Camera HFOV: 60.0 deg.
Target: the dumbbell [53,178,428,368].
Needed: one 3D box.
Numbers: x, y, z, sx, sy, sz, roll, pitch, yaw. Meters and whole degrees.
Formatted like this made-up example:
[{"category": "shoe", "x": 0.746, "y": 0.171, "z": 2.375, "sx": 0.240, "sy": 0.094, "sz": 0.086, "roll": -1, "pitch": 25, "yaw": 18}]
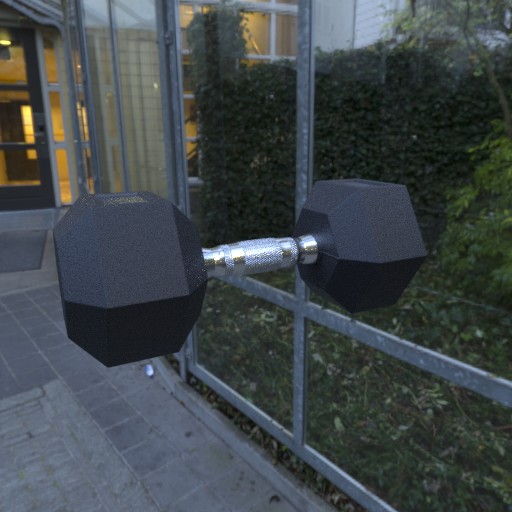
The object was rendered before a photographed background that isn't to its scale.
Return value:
[{"category": "dumbbell", "x": 0.000, "y": 0.000, "z": 0.413, "sx": 0.337, "sy": 0.123, "sz": 0.142, "roll": -8, "pitch": 17, "yaw": -25}]
